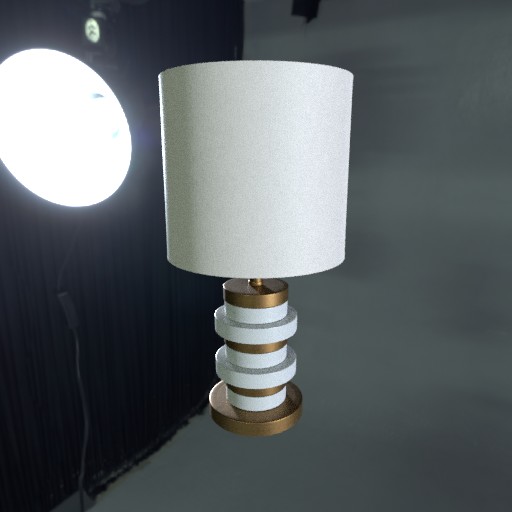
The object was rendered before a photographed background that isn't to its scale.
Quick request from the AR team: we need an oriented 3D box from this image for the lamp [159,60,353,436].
[{"bbox_3d":[0.000,0.000,0.535,0.210,0.410,0.210,7,15,27],"label":"lamp"}]
